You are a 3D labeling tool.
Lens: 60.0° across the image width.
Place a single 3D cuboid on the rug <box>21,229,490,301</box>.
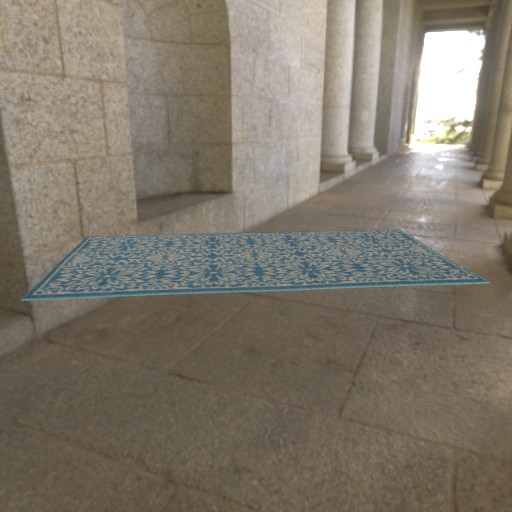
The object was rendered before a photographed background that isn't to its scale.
[{"bbox_3d":[0.000,0.000,1.429,1.219,0.007,0.604,-2,17,-5],"label":"rug"}]
